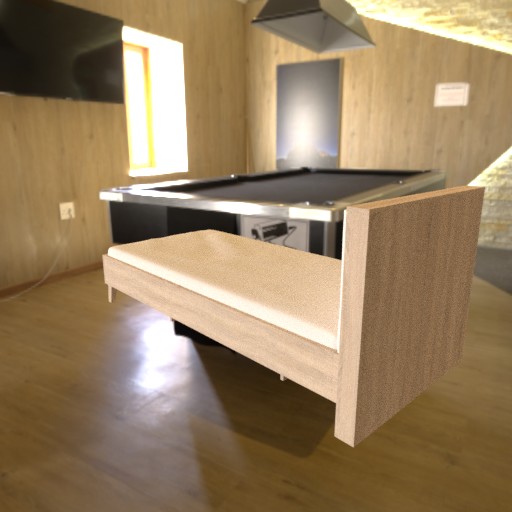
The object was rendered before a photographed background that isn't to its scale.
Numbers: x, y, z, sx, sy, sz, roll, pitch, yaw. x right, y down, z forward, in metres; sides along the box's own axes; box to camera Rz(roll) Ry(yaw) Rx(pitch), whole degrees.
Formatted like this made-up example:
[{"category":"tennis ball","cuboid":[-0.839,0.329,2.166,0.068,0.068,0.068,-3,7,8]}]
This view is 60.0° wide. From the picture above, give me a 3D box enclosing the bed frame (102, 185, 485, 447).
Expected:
[{"category":"bed frame","cuboid":[0.000,0.000,2.660,0.990,0.920,2.140,-14,20,-41]}]
